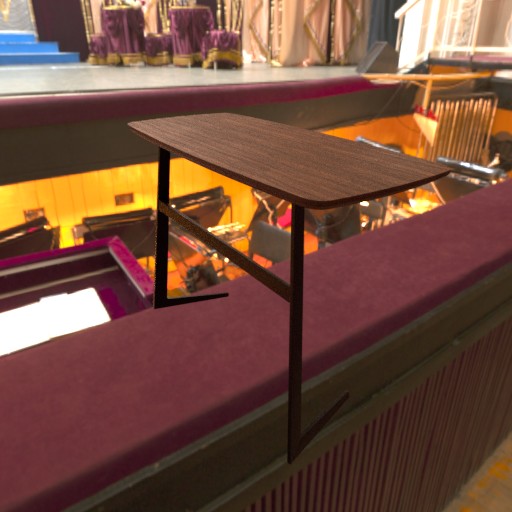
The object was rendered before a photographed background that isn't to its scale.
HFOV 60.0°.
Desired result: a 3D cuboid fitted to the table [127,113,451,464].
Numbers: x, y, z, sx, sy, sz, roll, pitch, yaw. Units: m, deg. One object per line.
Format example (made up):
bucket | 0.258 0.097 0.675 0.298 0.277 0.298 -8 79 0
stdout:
table | 0.000 0.000 1.119 0.361 0.576 0.804 -17 31 -30
